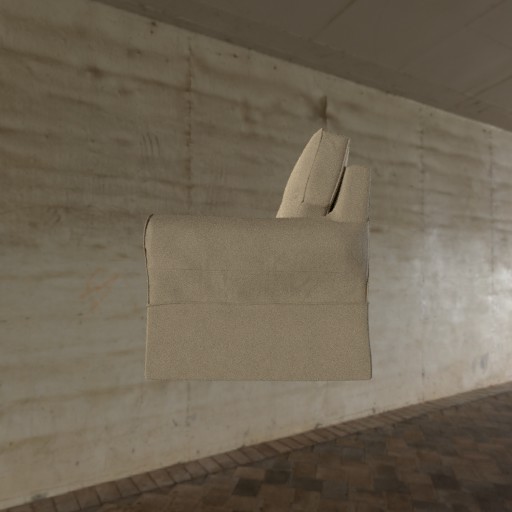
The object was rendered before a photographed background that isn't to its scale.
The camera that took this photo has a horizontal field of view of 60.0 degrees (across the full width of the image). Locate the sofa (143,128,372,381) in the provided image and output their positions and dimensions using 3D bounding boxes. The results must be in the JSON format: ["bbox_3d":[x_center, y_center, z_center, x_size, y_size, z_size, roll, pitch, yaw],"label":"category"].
[{"bbox_3d":[0.000,0.000,2.751,0.900,1.014,2.246,0,-1,0],"label":"sofa"}]
